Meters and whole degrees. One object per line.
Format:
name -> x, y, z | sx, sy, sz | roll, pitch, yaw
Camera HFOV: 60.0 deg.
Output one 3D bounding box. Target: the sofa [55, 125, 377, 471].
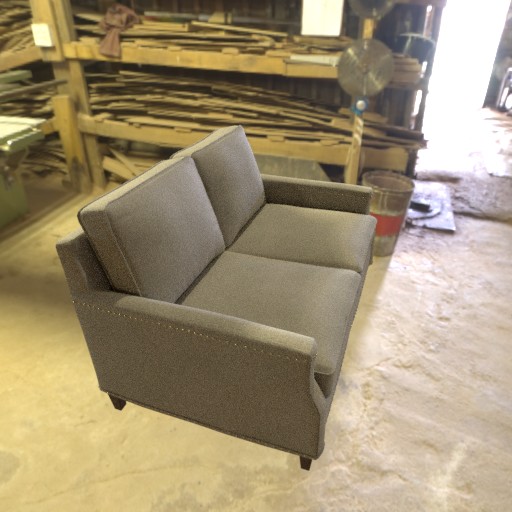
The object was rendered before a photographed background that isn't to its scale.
sofa -> 0.000, 0.000, 2.273 | 1.084, 1.003, 1.597 | 10, 31, 17
